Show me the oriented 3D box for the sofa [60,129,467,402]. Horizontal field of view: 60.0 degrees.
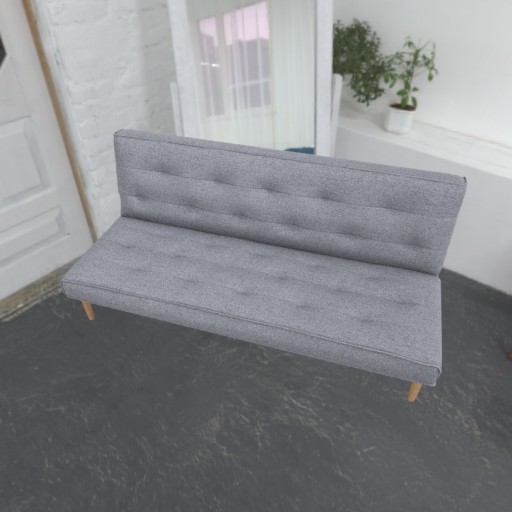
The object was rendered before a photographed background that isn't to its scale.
[{"bbox_3d":[0.000,0.000,2.230,1.820,0.830,0.810,11,41,13],"label":"sofa"}]
